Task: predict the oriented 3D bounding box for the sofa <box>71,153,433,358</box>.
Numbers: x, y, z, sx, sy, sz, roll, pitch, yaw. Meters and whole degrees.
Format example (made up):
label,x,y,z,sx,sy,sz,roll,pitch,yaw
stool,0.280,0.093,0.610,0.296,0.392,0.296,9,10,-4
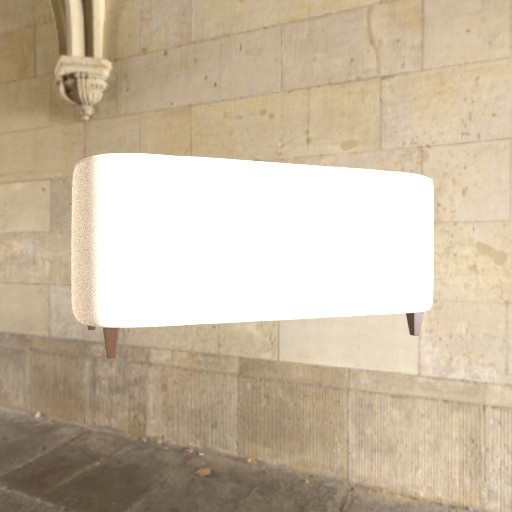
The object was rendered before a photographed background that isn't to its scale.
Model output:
label,x,y,z,sx,sy,sz,roll,pitch,yaw
sofa,0.000,0.000,2.282,1.733,0.855,0.941,0,0,-19
